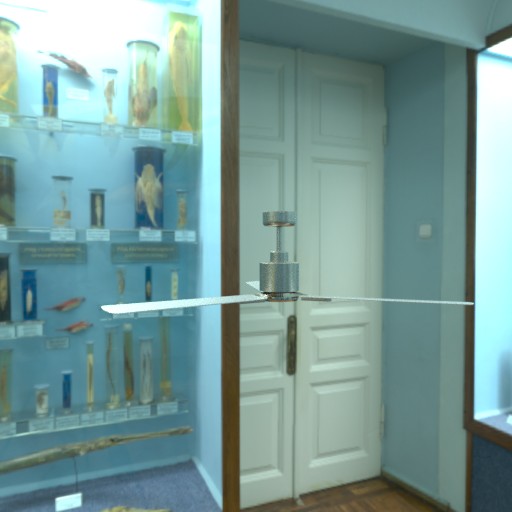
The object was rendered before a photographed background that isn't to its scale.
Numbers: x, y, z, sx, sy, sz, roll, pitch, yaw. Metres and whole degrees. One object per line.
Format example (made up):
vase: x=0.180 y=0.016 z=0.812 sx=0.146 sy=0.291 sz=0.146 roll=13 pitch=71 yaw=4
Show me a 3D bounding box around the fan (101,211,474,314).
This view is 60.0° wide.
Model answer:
fan: x=0.000 y=0.000 z=2.345 sx=1.561 sy=0.446 sz=1.531 roll=0 pitch=1 yaw=-20
